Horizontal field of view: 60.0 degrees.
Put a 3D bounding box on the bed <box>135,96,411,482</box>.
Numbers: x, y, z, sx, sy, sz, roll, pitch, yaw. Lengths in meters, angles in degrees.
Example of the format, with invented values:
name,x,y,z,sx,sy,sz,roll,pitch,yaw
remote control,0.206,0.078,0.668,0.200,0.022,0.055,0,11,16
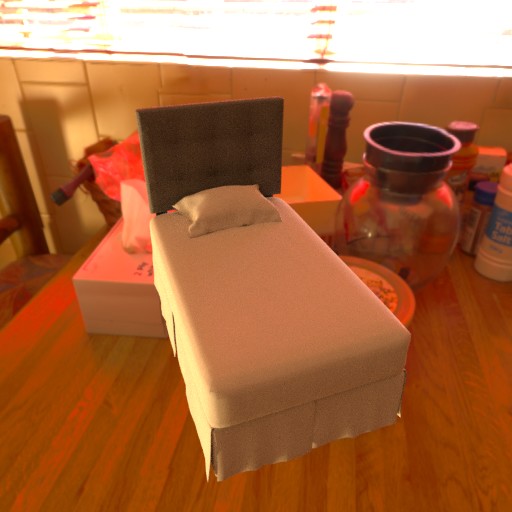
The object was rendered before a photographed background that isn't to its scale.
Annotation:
name,x,y,z,sx,sy,sz,roll,pitch,yaw
bed,0.000,0.000,2.969,1.261,1.571,1.997,-11,34,-17
